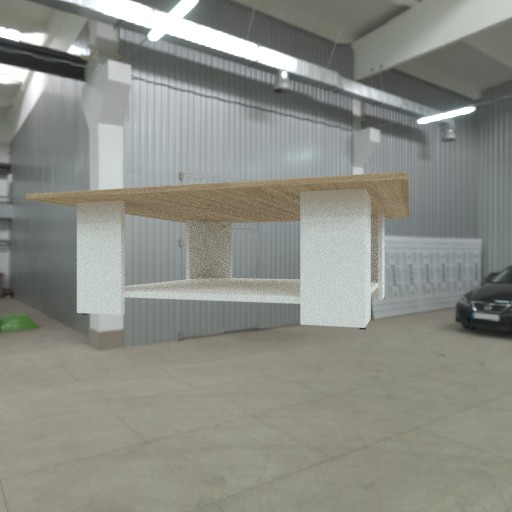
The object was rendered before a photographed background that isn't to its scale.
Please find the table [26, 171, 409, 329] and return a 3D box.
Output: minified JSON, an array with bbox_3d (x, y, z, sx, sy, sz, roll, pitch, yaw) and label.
[{"bbox_3d":[0.000,0.000,1.363,0.890,0.305,0.890,0,0,19],"label":"table"}]
